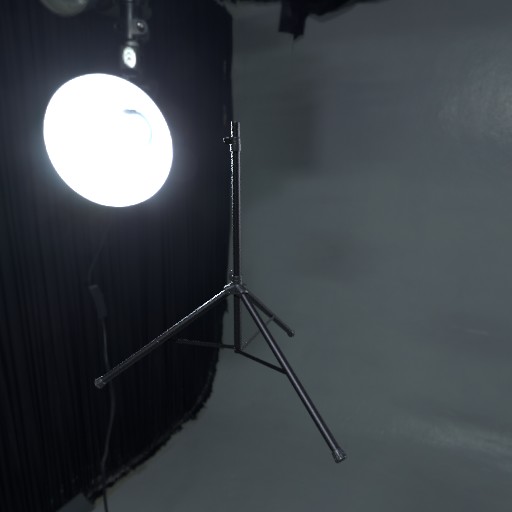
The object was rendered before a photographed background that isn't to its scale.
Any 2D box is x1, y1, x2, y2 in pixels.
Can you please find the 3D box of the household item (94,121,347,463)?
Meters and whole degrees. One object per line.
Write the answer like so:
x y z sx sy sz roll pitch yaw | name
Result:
0.000 0.000 2.791 1.596 1.595 1.339 7 15 27 | household item
